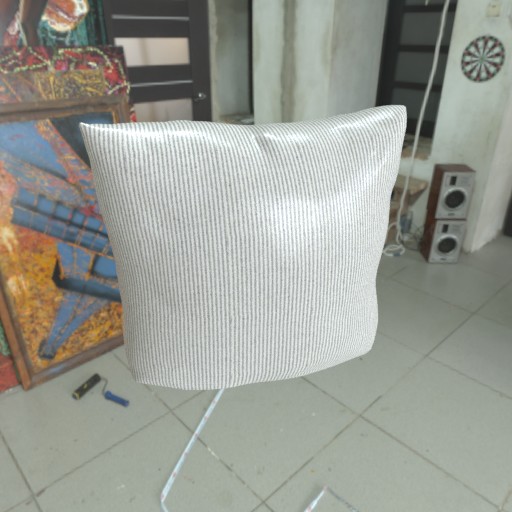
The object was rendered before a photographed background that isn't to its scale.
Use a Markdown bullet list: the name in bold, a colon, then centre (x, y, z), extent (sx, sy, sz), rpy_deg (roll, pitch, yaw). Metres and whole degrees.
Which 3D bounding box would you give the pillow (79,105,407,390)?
- **pillow**: centre (0.000, 0.000, 0.683), extent (0.387, 0.432, 0.310), rpy_deg (8, 27, 16)
